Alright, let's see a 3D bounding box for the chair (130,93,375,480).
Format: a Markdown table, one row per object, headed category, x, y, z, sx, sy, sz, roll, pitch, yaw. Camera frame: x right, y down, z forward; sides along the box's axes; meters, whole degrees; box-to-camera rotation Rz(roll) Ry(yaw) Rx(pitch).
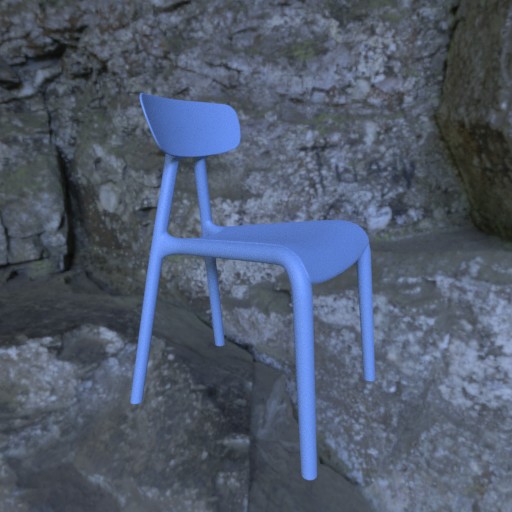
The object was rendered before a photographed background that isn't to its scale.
| category | x | y | z | sx | sy | sz | roll | pitch | yaw |
| --- | --- | --- | --- | --- | --- | --- | --- | --- | --- |
| chair | 0.000 | 0.000 | 0.842 | 0.401 | 0.580 | 0.356 | 8 | 16 | 29 |
